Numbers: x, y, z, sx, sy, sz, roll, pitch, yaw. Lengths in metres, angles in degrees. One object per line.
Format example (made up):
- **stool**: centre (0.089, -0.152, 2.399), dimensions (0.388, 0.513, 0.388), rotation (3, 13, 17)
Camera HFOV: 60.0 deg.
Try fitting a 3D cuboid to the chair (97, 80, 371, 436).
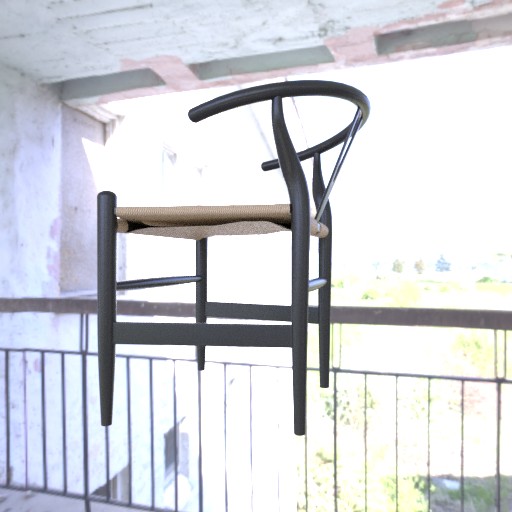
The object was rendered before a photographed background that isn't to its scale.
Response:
- **chair**: centre (0.000, 0.000, 1.133), dimensions (0.570, 0.739, 0.570), rotation (0, -1, 17)
